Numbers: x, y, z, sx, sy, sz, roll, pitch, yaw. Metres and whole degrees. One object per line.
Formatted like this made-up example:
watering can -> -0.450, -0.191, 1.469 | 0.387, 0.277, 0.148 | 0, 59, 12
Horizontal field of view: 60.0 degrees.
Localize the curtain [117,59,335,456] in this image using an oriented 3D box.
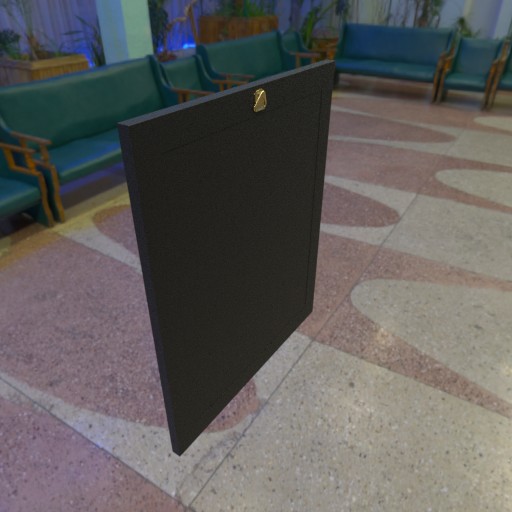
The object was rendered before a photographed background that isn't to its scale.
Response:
curtain -> 0.000, 0.000, 0.793 | 0.027, 0.585, 0.483 | 21, 38, 29
